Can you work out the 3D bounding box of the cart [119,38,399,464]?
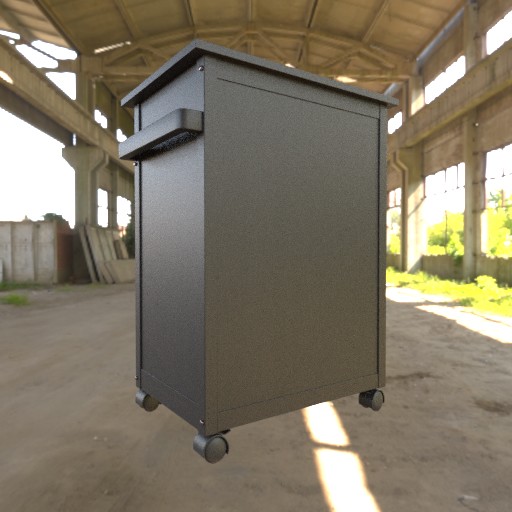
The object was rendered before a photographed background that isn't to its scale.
[{"bbox_3d":[0.000,0.000,1.250,0.660,0.879,0.456,-1,1,-35],"label":"cart"}]
